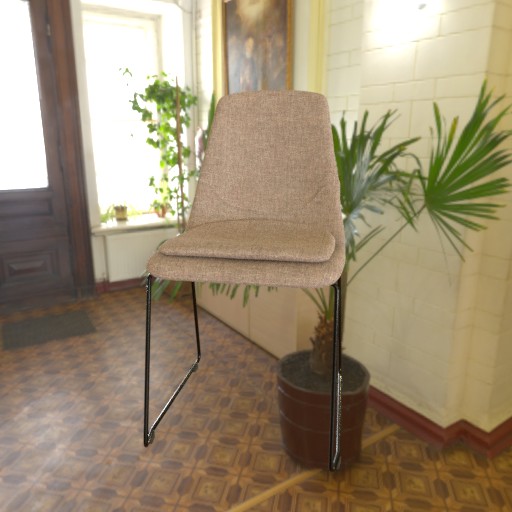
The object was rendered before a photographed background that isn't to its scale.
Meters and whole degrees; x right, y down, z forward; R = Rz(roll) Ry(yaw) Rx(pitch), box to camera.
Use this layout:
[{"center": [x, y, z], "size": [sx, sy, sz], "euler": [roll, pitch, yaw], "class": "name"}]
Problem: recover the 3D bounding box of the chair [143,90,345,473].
[{"center": [0.000, 0.000, 1.145], "size": [0.479, 0.858, 0.518], "euler": [3, 15, 11], "class": "chair"}]
